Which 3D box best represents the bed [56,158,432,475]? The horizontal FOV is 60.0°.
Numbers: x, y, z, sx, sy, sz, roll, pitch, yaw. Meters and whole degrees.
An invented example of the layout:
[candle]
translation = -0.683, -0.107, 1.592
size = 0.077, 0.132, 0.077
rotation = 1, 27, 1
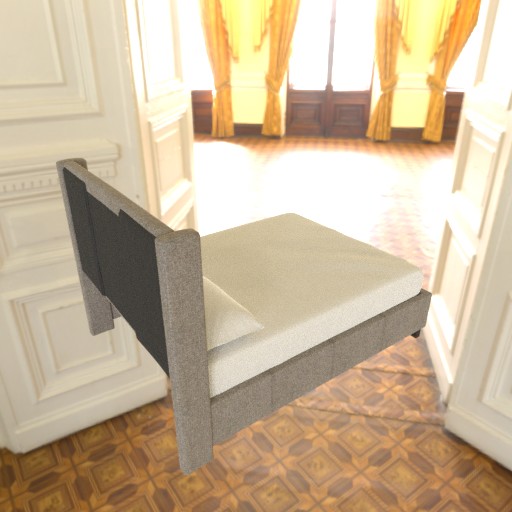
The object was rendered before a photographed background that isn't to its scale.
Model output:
[bed]
translation = 0.000, 0.000, 3.403
size = 2.245, 1.481, 1.714
rotation = -18, 31, -32
